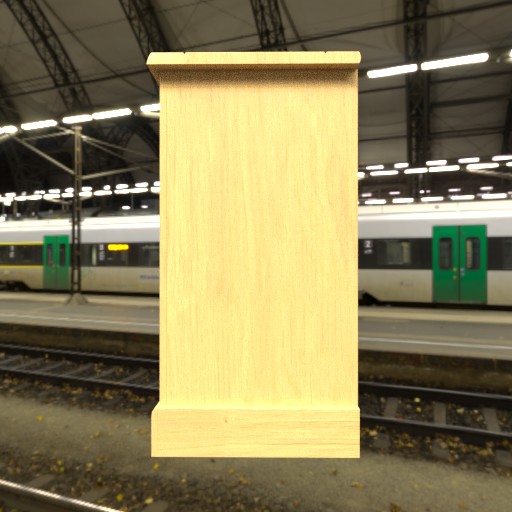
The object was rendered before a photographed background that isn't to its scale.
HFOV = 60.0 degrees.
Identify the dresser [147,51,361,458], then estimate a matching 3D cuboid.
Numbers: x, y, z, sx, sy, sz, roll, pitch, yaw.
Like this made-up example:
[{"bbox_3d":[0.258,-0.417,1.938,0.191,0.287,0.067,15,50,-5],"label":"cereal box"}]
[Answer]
[{"bbox_3d":[0.000,0.000,1.366,0.440,0.835,0.915,0,0,1],"label":"dresser"}]
